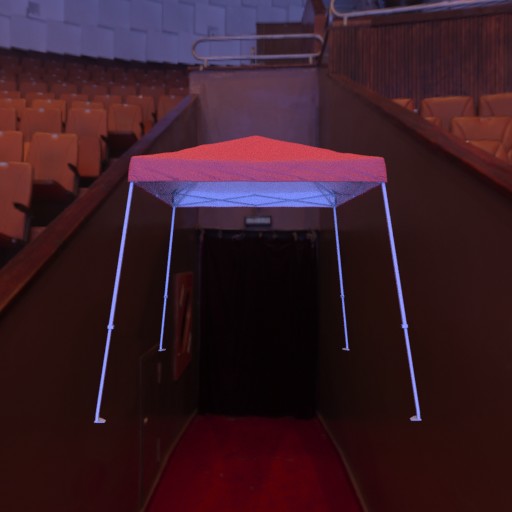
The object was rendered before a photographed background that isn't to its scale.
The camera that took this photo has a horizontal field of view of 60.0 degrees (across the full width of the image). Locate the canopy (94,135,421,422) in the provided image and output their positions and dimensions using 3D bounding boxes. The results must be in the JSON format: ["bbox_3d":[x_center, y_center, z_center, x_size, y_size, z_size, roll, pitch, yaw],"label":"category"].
[{"bbox_3d":[0.000,0.000,6.651,3.599,3.600,3.600,0,1,-1],"label":"canopy"}]
